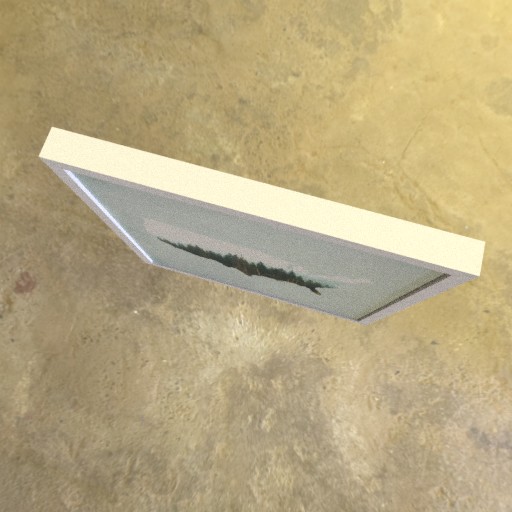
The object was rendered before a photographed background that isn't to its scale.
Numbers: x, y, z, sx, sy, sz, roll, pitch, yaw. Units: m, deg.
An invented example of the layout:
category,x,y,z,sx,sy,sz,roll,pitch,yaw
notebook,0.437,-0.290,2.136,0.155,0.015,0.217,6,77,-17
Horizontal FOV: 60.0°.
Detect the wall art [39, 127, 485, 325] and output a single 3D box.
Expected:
category,x,y,z,sx,sy,sz,roll,pitch,yaw
wall art,0.000,0.000,0.742,0.509,0.509,0.040,16,76,4
